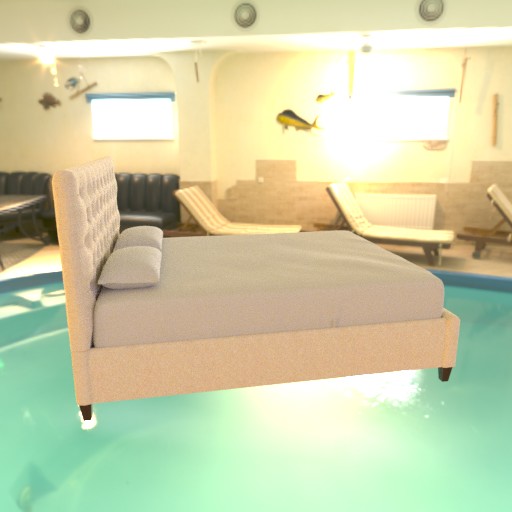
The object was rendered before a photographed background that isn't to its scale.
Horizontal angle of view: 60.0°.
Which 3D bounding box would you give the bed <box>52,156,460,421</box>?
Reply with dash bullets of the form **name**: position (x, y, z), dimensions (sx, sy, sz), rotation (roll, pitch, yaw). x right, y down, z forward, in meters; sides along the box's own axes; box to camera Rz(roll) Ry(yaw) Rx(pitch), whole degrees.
- **bed**: position (0.000, 0.000, 3.354), dimensions (2.387, 1.427, 1.698), rotation (-3, 15, -10)
